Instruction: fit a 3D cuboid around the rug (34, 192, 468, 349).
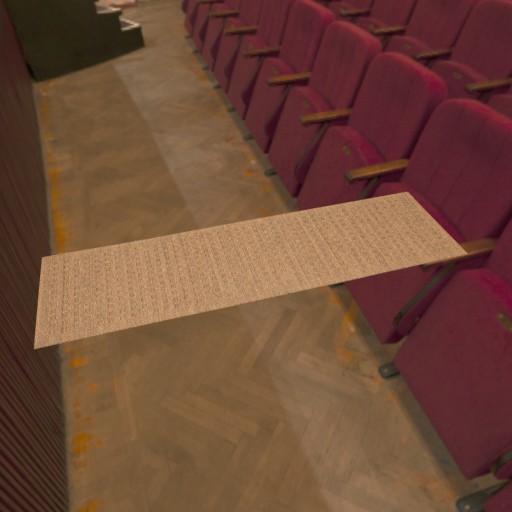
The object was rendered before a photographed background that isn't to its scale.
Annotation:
[{"bbox_3d":[0.000,0.000,2.636,2.437,0.005,0.688,-11,44,-12],"label":"rug"}]
